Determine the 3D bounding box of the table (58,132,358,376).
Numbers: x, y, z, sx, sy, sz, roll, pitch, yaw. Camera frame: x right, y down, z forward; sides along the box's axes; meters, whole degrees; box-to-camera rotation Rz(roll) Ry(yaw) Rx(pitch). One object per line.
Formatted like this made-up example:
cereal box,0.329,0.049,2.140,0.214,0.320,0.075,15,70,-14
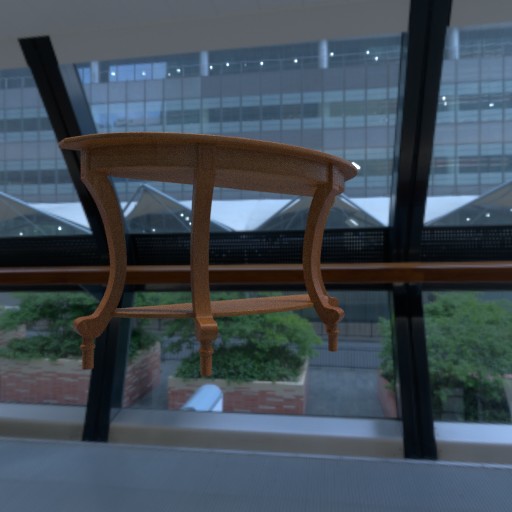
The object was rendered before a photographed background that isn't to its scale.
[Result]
table,0.000,0.000,1.544,1.198,0.692,0.394,0,1,-36
